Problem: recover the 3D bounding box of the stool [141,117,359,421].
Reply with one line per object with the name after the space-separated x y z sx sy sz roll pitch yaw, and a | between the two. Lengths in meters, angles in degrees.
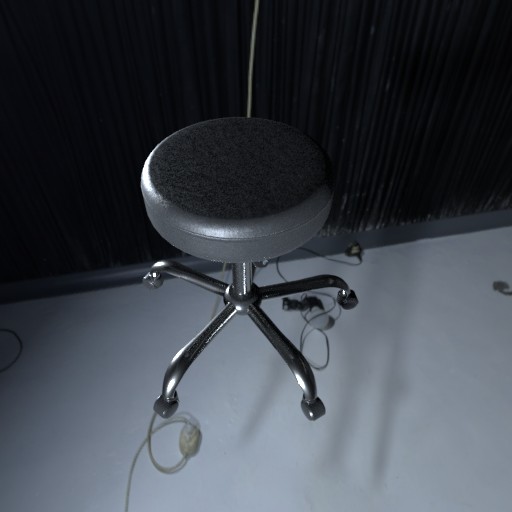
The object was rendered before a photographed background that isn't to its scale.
0.000 0.000 1.123 0.638 0.576 0.673 -10 47 -9 | stool
